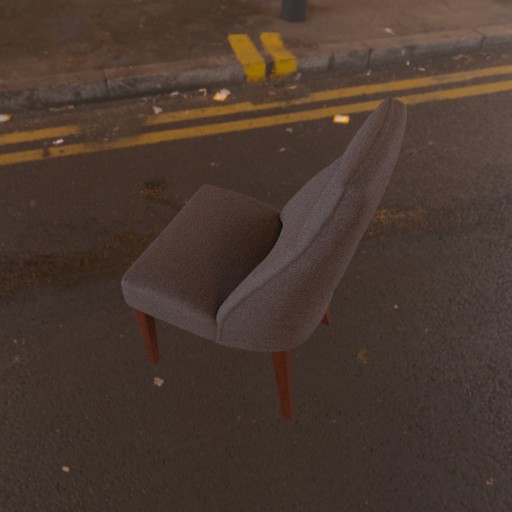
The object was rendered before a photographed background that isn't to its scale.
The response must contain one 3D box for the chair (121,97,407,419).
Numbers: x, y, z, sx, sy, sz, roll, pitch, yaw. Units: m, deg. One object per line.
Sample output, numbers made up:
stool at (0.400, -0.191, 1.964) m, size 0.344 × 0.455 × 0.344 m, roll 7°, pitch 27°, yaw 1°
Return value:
chair at (0.000, 0.000, 1.281) m, size 0.620 × 0.930 × 0.500 m, roll 18°, pitch 49°, yaw 17°
